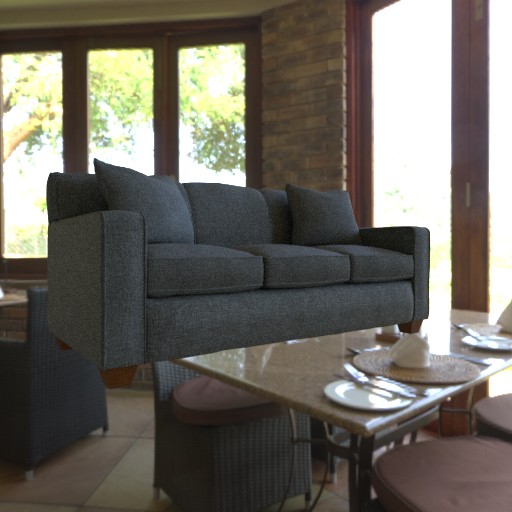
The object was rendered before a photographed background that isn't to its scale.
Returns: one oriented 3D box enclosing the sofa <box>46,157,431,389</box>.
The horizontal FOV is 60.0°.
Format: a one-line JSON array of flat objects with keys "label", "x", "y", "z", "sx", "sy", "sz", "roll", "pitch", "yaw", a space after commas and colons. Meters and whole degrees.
[{"label": "sofa", "x": 0.000, "y": 0.000, "z": 2.522, "sx": 2.024, "sy": 0.958, "sz": 0.997, "roll": -1, "pitch": 1, "yaw": -36}]
